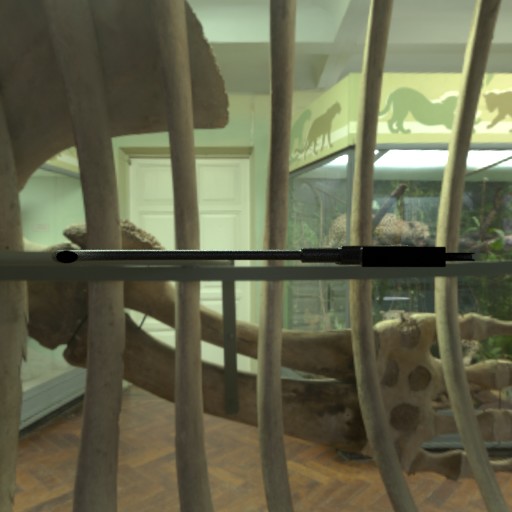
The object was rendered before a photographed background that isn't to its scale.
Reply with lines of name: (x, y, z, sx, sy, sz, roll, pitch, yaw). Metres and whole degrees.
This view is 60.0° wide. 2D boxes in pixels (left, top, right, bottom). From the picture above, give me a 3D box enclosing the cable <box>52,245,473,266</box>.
cable: (0.000, 0.000, 0.112, 0.098, 0.006, 0.040, 0, 1, -1)
